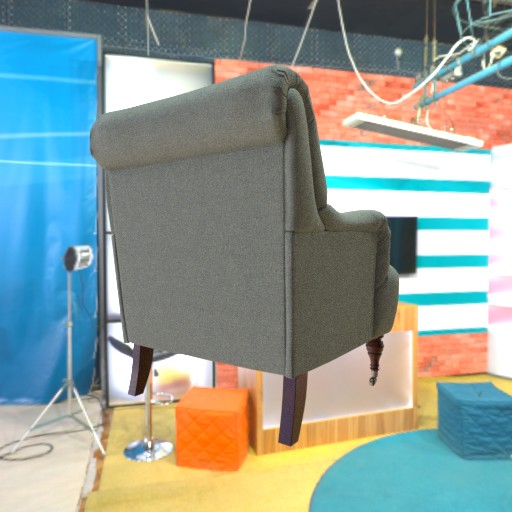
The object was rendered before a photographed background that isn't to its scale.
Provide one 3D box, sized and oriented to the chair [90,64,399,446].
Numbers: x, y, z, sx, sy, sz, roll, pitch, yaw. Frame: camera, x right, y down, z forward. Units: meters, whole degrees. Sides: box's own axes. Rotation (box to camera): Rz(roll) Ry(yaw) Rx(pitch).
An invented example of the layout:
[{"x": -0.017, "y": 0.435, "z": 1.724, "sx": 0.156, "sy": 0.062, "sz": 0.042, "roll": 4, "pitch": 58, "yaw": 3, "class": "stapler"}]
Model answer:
[{"x": 0.000, "y": 0.000, "z": 1.925, "sx": 0.964, "sy": 1.178, "sz": 1.060, "roll": 1, "pitch": 2, "yaw": 37, "class": "chair"}]
